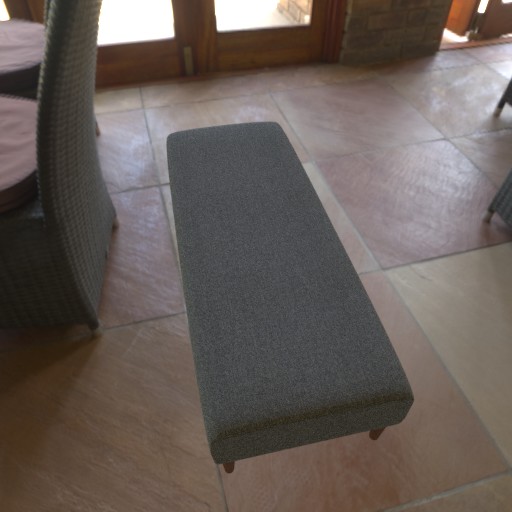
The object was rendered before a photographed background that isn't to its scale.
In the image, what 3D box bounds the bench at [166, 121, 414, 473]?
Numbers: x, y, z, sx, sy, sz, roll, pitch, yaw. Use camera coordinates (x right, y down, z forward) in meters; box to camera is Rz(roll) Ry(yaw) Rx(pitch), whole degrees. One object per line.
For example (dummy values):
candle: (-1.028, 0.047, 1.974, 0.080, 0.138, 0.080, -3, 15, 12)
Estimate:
bench: (0.000, 0.000, 1.868, 0.631, 0.384, 1.598, -9, 46, -9)
